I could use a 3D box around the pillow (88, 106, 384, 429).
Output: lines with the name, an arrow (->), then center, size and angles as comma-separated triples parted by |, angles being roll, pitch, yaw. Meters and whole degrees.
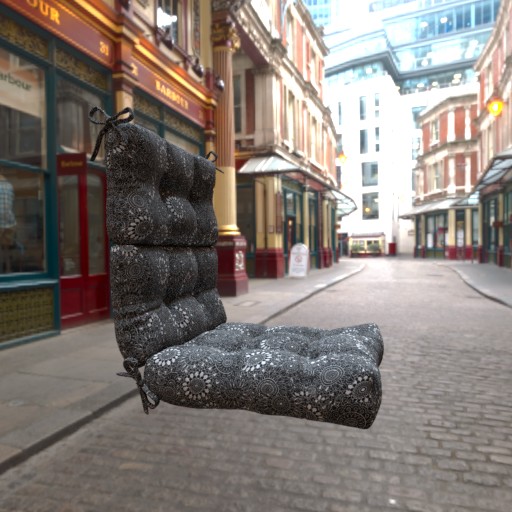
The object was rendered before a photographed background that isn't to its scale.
pillow -> 0.000, 0.000, 1.032 | 0.571, 0.605, 0.519 | 0, 1, 17
